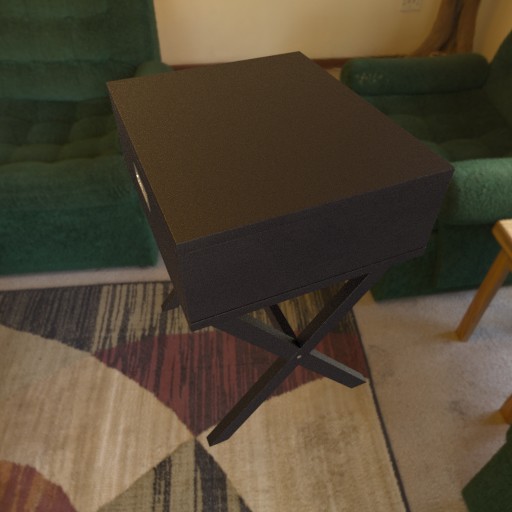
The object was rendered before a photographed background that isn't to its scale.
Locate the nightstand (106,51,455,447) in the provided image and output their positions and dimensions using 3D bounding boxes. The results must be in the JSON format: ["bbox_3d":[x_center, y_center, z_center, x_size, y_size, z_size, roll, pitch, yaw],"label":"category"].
[{"bbox_3d":[0.000,0.000,0.936,0.402,0.623,0.479,-16,47,-16],"label":"nightstand"}]
